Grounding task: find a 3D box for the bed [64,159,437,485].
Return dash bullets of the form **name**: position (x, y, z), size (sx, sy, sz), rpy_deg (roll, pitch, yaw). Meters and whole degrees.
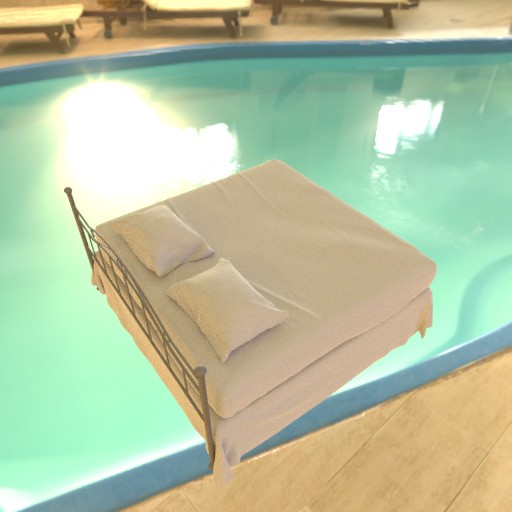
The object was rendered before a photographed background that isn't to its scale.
- **bed**: position (0.000, 0.000, 3.574), size (2.220, 1.080, 2.309), rpy_deg (-25, 47, -26)
